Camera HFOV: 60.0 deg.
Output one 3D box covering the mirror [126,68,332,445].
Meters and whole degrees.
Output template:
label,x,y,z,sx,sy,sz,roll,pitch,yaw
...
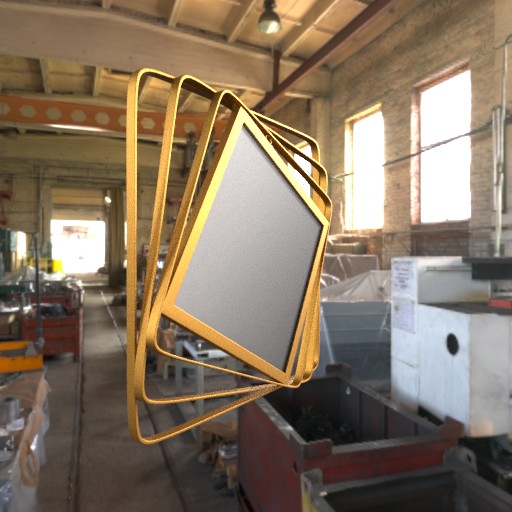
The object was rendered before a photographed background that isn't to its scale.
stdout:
label,x,y,z,sx,sy,sz,roll,pitch,yaw
mirror,0.000,0.000,0.704,0.045,0.468,0.470,0,0,36
